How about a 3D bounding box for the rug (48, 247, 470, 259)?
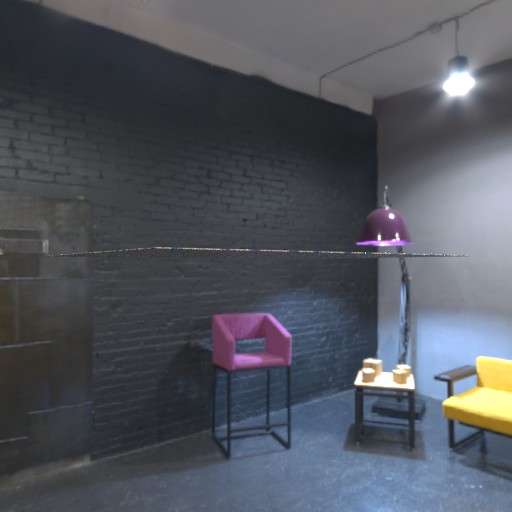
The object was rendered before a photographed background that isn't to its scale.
[{"bbox_3d":[0.000,0.000,4.098,3.059,0.008,2.453,1,-1,-37],"label":"rug"}]
